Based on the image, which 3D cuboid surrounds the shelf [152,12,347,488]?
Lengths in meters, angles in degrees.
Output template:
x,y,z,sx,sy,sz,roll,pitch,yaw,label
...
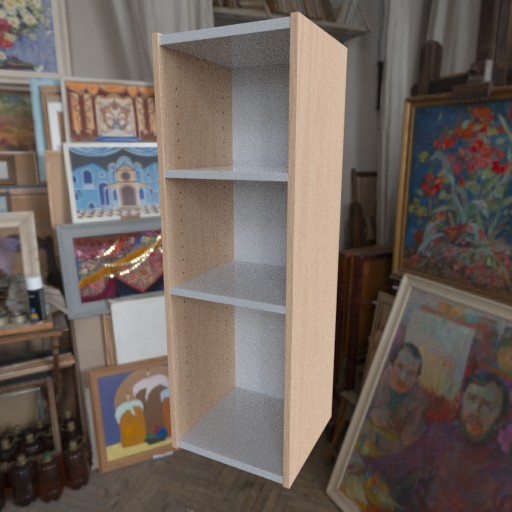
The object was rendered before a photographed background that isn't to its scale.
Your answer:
x,y,z,sx,sy,sz,roll,pitch,yaw,label
0.000,0.000,1.007,0.300,0.900,0.290,7,15,26,shelf
